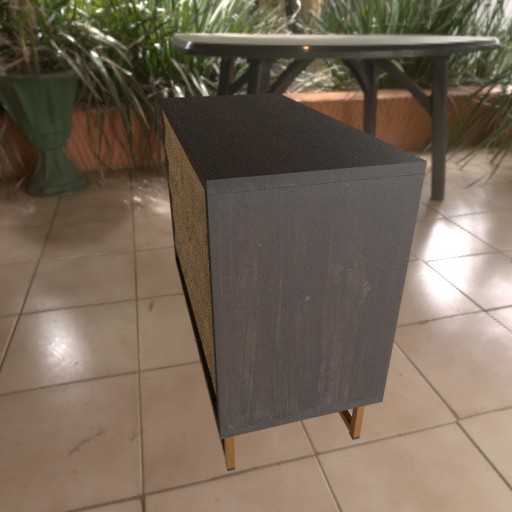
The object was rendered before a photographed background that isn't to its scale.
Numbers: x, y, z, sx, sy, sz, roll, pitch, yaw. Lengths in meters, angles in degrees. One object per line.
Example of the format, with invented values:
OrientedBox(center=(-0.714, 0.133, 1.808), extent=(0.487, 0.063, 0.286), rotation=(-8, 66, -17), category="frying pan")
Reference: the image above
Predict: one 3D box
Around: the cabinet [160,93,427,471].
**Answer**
OrientedBox(center=(0.000, 0.000, 1.444), extent=(0.451, 0.860, 0.950), rotation=(-8, 29, -14), category="cabinet")
